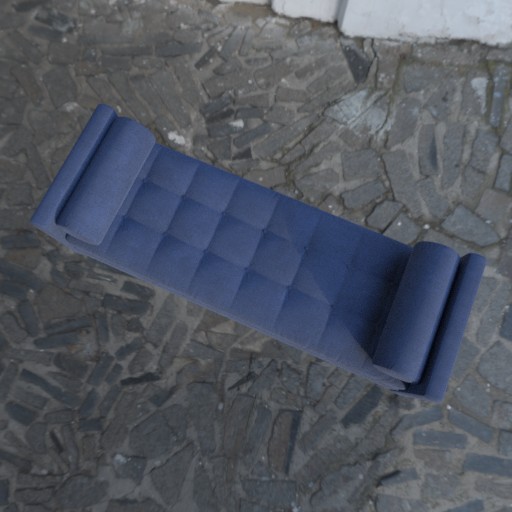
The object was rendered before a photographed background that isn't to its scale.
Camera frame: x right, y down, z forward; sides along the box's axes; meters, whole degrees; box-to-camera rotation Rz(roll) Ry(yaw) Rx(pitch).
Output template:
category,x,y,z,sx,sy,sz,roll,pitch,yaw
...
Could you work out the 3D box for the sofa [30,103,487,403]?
category,x,y,z,sx,sy,sz,roll,pitch,yaw
sofa,0.000,0.000,2.294,1.981,0.635,0.686,23,77,6
